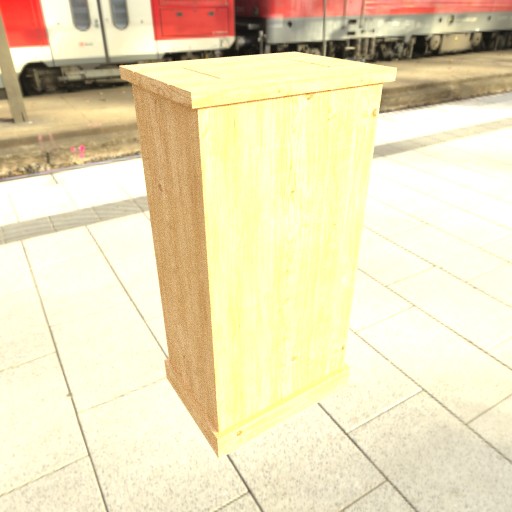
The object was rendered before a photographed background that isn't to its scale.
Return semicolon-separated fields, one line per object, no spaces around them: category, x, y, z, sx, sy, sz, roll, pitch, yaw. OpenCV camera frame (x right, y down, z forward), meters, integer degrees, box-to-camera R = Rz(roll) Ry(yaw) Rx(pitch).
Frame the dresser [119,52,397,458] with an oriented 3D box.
dresser;0.000;0.000;1.315;0.531;1.041;0.390;-19;35;-28
